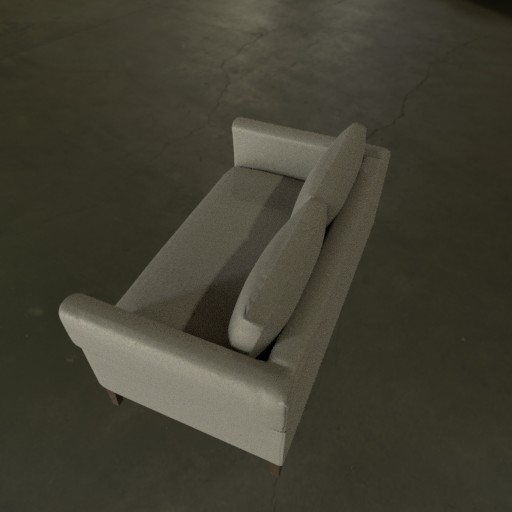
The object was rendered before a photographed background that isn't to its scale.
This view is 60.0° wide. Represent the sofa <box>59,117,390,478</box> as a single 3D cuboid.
[{"bbox_3d":[0.000,0.000,2.150,0.899,0.873,1.598,17,48,16],"label":"sofa"}]
